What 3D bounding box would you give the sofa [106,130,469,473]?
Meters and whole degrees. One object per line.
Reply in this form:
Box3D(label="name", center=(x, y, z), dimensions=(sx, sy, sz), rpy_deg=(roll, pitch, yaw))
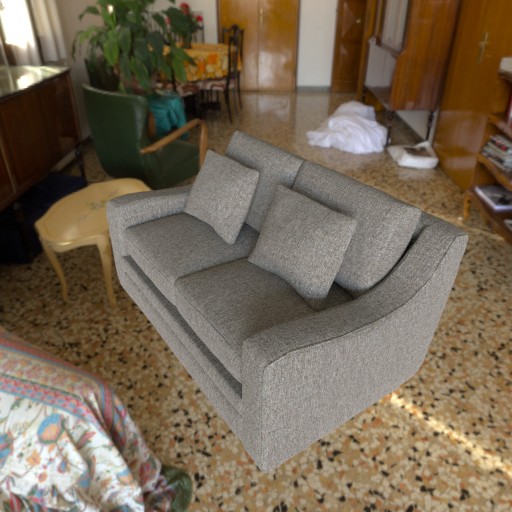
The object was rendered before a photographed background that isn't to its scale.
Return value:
Box3D(label="sofa", center=(0.000, 0.000, 2.459), dimensions=(1.120, 0.991, 1.778), rpy_deg=(-20, 37, -29))
